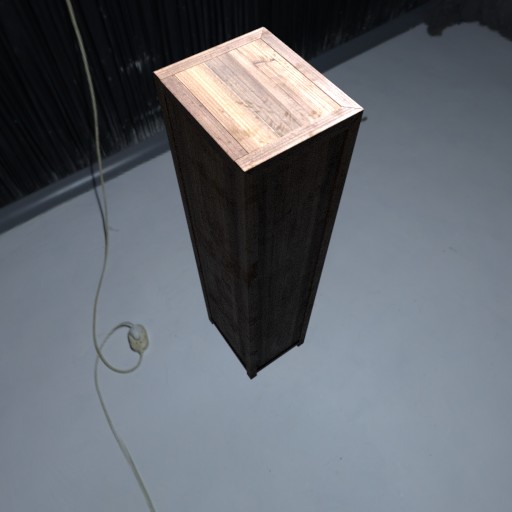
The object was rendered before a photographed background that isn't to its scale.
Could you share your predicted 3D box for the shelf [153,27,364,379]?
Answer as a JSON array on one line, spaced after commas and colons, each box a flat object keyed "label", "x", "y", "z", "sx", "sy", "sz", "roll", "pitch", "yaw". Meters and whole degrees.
[{"label": "shelf", "x": 0.000, "y": 0.000, "z": 2.133, "sx": 0.428, "sy": 1.900, "sz": 0.500, "roll": -31, "pitch": 63, "yaw": -17}]
